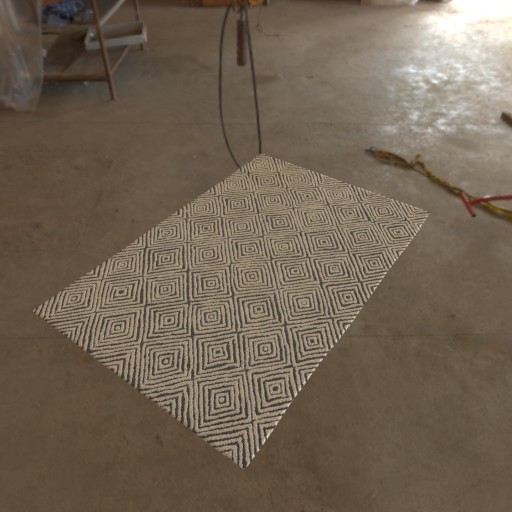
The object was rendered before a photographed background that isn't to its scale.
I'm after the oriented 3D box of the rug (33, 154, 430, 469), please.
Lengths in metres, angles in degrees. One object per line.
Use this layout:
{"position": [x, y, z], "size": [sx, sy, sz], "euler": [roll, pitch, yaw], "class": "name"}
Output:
{"position": [0.000, 0.000, 2.229], "size": [1.177, 0.004, 1.750], "euler": [26, 47, 26], "class": "rug"}
